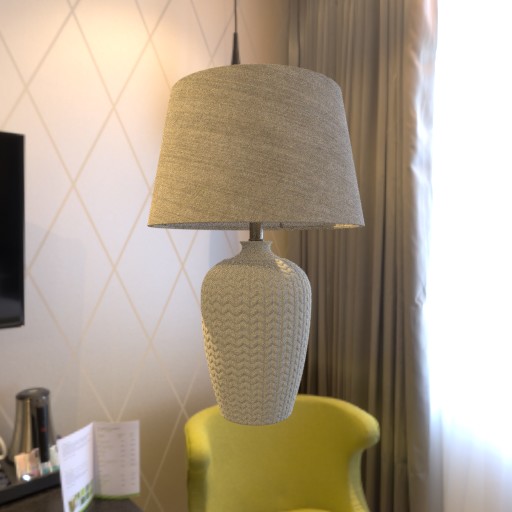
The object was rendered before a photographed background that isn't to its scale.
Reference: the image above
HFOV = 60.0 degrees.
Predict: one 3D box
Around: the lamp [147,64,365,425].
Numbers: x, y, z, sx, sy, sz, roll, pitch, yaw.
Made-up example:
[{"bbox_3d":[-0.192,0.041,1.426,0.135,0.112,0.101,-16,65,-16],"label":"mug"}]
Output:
[{"bbox_3d":[0.000,0.000,0.820,0.390,0.580,0.390,0,2,0],"label":"lamp"}]
